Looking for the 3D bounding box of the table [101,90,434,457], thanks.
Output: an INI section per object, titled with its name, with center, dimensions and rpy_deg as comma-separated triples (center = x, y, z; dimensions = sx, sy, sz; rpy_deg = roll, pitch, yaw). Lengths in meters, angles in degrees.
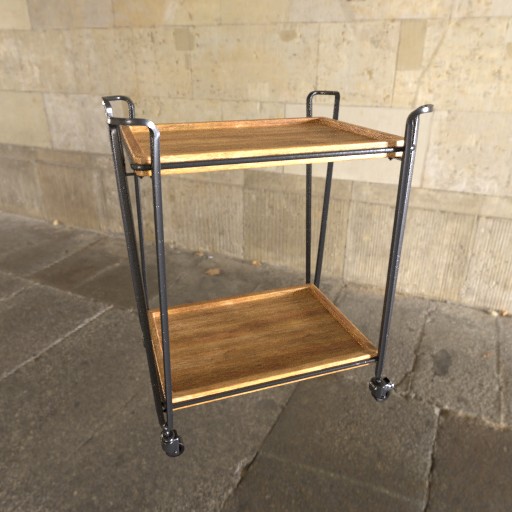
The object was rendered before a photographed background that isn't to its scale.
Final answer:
[table]
center = 0.000, 0.000, 1.180
dimensions = 0.672, 0.785, 0.505
rpy_deg = -8, 25, -17
